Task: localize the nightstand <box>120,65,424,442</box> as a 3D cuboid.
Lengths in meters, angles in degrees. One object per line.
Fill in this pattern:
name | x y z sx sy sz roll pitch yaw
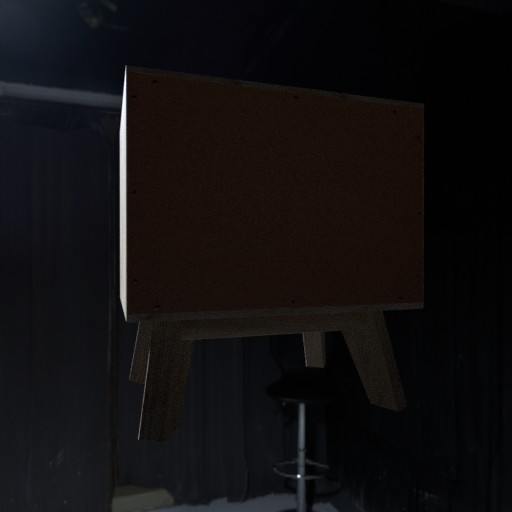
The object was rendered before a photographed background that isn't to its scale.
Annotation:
nightstand | 0.000 0.000 0.957 0.552 0.589 0.396 0 0 -18
